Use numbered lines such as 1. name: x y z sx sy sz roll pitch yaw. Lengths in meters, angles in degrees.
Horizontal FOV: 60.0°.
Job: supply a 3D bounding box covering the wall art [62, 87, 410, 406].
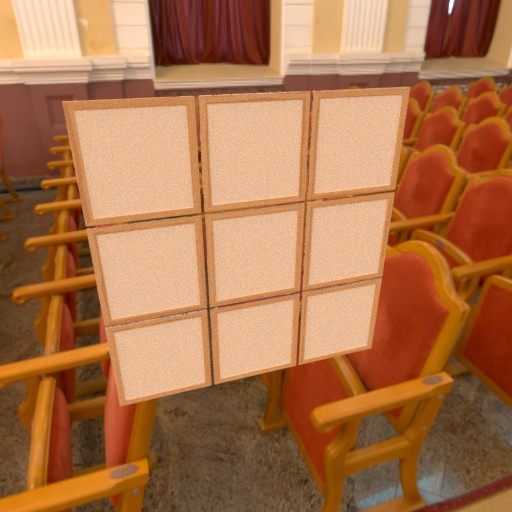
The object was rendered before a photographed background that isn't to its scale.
1. wall art: 0.000 0.000 2.212 1.519 1.534 0.013 -9 28 -16
